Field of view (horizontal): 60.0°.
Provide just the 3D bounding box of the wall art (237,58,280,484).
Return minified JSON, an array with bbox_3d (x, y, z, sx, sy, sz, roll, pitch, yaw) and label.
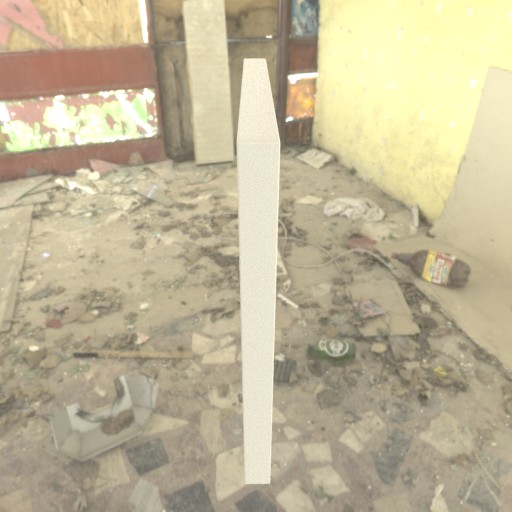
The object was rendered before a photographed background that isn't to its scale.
[{"bbox_3d":[0.000,0.000,0.521,0.028,0.381,0.331,0,32,0],"label":"wall art"}]
